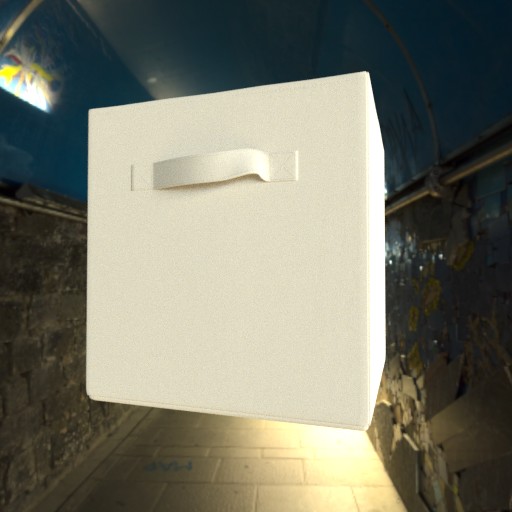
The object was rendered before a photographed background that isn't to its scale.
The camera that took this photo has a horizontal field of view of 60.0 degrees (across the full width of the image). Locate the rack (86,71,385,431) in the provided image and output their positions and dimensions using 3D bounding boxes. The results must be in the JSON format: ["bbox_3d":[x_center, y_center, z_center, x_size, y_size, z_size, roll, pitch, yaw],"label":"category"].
[{"bbox_3d":[0.000,0.000,0.494,0.270,0.280,0.270,0,-1,19],"label":"rack"}]
